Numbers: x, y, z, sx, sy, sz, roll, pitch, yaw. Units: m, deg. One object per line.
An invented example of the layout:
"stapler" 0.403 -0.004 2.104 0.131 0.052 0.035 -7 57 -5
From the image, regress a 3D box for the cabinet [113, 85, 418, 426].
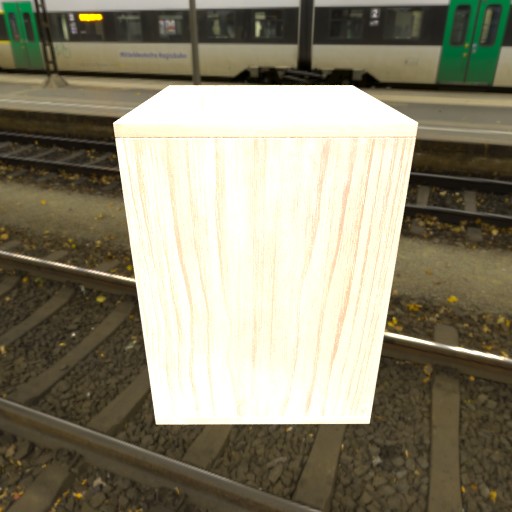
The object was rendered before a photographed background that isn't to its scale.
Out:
"cabinet" 0.000 0.000 0.862 0.401 0.579 0.409 0 27 0
